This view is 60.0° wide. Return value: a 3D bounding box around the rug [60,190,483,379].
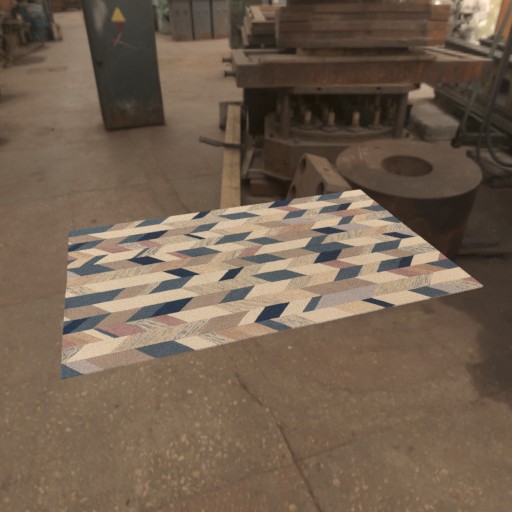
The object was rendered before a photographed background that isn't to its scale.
[{"bbox_3d":[0.000,0.000,2.990,2.423,0.008,1.513,-10,34,-15],"label":"rug"}]
